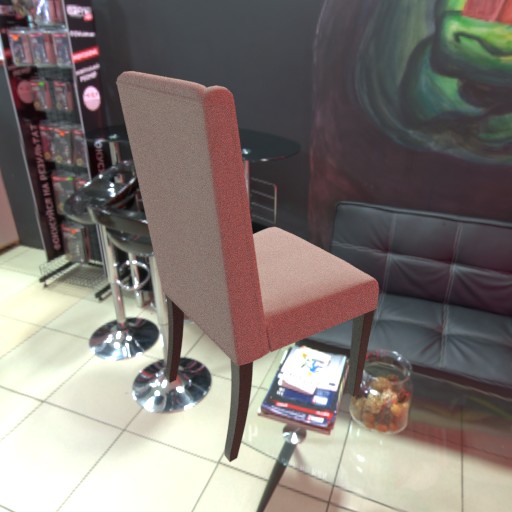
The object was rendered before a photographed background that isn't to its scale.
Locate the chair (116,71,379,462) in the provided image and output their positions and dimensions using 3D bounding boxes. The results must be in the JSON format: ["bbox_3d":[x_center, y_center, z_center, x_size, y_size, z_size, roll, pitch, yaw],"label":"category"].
[{"bbox_3d":[0.000,0.000,1.243,0.523,0.961,0.474,-18,32,-31],"label":"chair"}]
